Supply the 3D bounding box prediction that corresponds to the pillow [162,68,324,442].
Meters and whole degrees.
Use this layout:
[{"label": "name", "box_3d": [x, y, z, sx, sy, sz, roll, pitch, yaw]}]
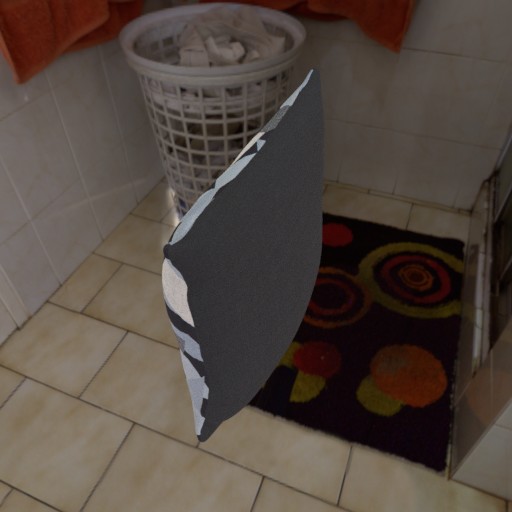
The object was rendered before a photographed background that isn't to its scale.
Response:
[{"label": "pillow", "box_3d": [0.000, 0.000, 0.788, 0.208, 0.496, 0.503, 18, 47, 17]}]
